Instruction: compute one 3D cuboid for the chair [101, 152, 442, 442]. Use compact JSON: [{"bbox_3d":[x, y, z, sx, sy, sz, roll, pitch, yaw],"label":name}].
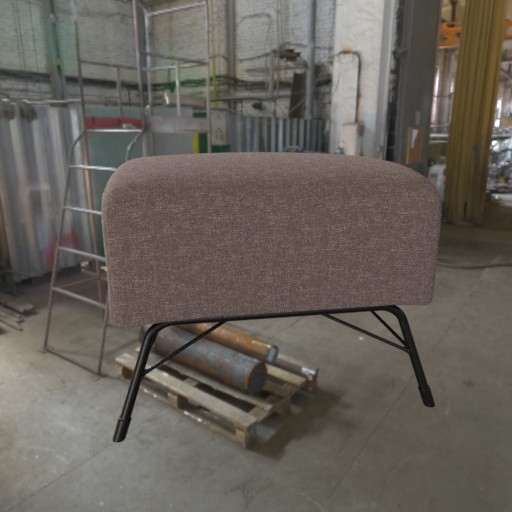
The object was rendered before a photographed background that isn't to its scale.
[{"bbox_3d":[0.000,0.000,0.902,0.530,0.410,0.530,-3,16,-10],"label":"chair"}]
